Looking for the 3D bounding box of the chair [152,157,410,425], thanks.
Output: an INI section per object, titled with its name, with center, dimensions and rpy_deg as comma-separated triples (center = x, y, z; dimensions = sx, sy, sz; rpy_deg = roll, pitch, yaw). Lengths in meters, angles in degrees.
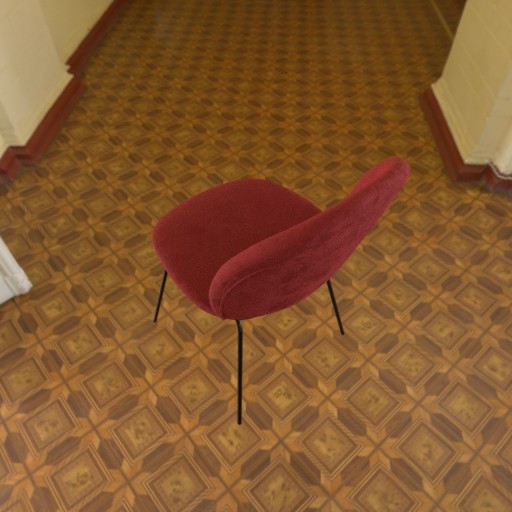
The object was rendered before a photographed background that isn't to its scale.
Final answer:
[chair]
center = 0.000, 0.000, 1.154
dimensions = 0.458, 0.791, 0.587
rpy_deg = -33, 56, -26
